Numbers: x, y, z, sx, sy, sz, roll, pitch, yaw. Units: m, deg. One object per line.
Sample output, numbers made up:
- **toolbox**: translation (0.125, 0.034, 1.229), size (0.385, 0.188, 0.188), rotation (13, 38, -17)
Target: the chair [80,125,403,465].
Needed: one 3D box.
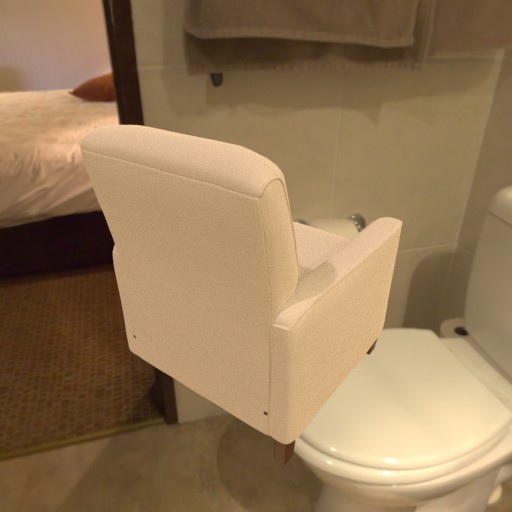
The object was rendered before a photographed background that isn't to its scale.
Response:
- **chair**: translation (0.000, 0.000, 1.642), size (0.841, 1.028, 0.858), rotation (20, 35, 31)
